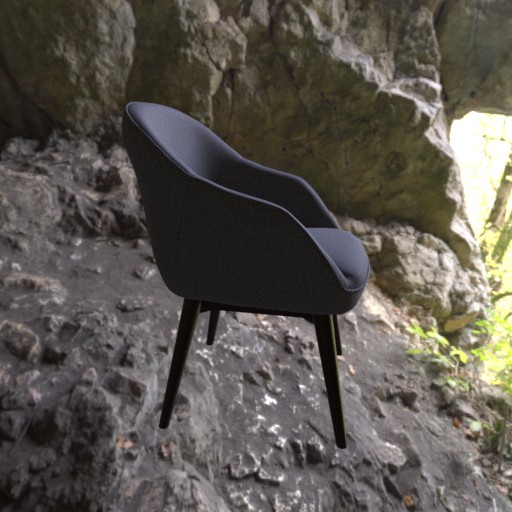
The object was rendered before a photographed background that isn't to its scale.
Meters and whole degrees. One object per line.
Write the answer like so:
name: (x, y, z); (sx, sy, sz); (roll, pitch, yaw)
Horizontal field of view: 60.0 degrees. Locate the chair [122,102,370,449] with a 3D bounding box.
chair: (0.000, 0.000, 1.229); (0.611, 0.810, 0.589); (3, 16, 9)
